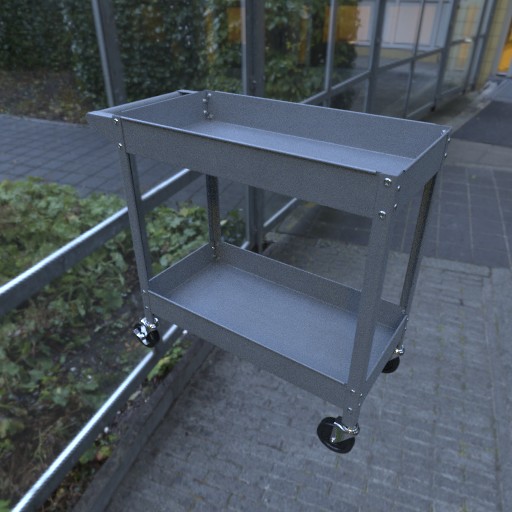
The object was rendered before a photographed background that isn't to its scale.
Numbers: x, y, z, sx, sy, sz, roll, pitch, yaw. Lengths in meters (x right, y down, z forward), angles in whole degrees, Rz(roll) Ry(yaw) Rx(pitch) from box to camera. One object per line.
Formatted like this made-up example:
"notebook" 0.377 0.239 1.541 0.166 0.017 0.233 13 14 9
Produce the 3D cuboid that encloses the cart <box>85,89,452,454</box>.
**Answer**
"cart" 0.000 0.000 1.170 0.779 0.719 0.366 20 37 29
